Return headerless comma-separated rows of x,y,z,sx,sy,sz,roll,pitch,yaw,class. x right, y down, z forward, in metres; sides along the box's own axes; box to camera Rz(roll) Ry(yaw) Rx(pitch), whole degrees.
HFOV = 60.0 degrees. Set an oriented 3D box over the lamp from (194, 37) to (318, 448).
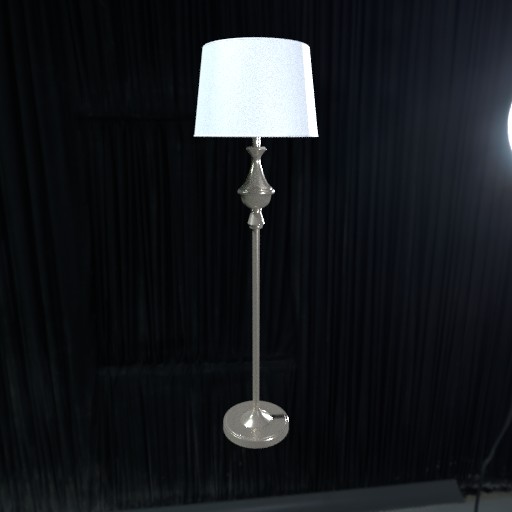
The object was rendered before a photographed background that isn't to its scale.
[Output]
0.000,0.000,1.668,0.431,1.488,0.431,0,16,0,lamp
